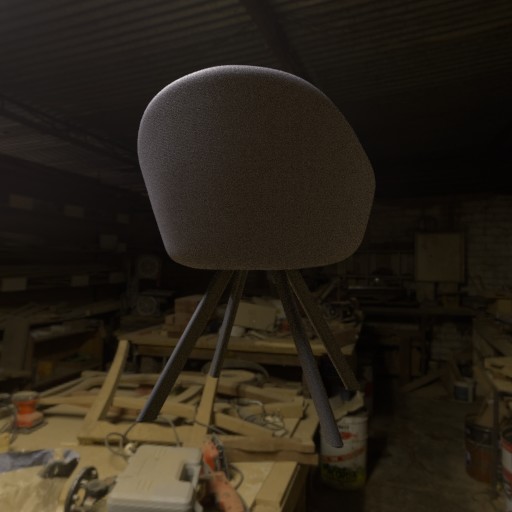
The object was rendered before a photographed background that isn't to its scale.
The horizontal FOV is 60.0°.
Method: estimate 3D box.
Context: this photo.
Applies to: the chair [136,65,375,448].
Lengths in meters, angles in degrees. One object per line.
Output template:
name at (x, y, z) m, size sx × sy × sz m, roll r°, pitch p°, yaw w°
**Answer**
chair at (0.000, 0.000, 1.161) m, size 0.590 × 0.795 × 0.550 m, roll 0°, pitch 0°, yaw 18°
